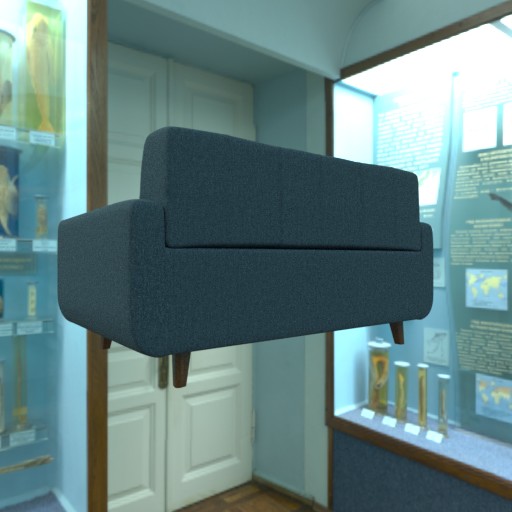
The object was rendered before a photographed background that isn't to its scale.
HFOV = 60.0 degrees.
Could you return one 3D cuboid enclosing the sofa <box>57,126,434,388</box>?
[{"bbox_3d":[0.000,0.000,2.207,1.651,0.896,0.942,0,0,-37],"label":"sofa"}]
